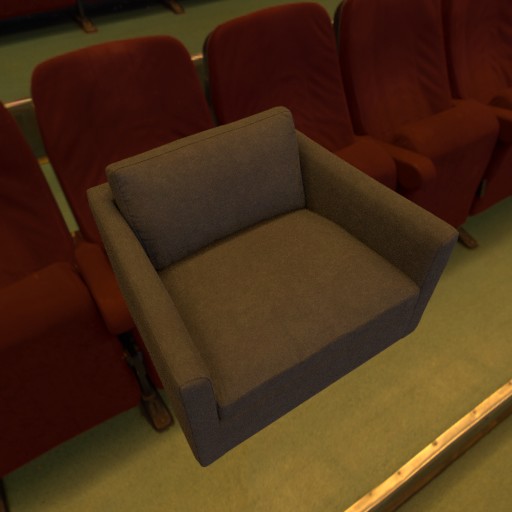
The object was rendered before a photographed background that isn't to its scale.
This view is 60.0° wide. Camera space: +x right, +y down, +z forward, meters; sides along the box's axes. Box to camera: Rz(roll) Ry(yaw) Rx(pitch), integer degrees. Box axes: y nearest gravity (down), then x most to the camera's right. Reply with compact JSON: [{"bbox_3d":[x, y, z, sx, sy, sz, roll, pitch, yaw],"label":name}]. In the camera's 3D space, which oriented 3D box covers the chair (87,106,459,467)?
[{"bbox_3d":[0.000,0.000,1.938,1.190,0.845,1.091,-25,51,-22],"label":"chair"}]
